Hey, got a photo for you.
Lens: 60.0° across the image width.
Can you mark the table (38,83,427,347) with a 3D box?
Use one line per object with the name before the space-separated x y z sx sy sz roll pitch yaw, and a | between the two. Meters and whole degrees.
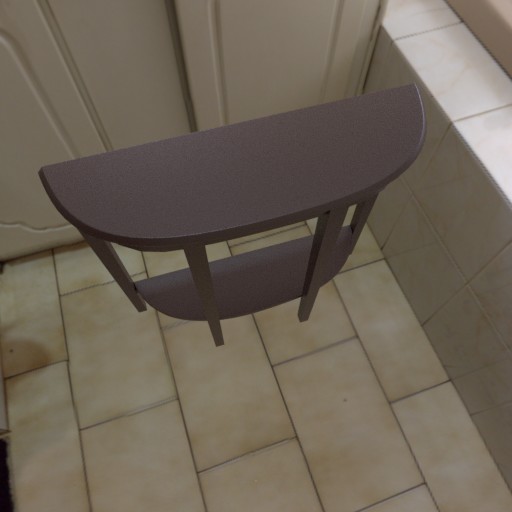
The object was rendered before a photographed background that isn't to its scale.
table | 0.000 0.000 1.320 0.909 0.831 0.274 -15 64 -7
